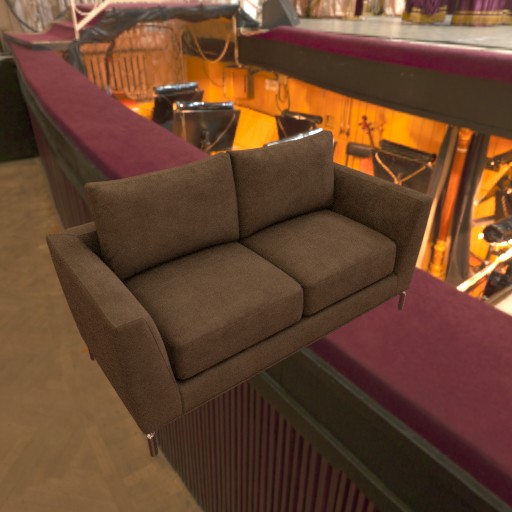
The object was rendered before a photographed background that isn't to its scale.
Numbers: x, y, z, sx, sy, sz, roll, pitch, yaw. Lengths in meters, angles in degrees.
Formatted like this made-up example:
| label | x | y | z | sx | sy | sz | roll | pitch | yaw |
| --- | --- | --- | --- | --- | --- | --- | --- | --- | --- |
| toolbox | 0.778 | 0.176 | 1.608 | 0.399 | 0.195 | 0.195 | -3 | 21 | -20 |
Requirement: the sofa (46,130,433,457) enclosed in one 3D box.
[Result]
| label | x | y | z | sx | sy | sz | roll | pitch | yaw |
| --- | --- | --- | --- | --- | --- | --- | --- | --- | --- |
| sofa | 0.000 | 0.000 | 2.353 | 1.832 | 1.013 | 0.855 | -21 | 37 | -31 |
